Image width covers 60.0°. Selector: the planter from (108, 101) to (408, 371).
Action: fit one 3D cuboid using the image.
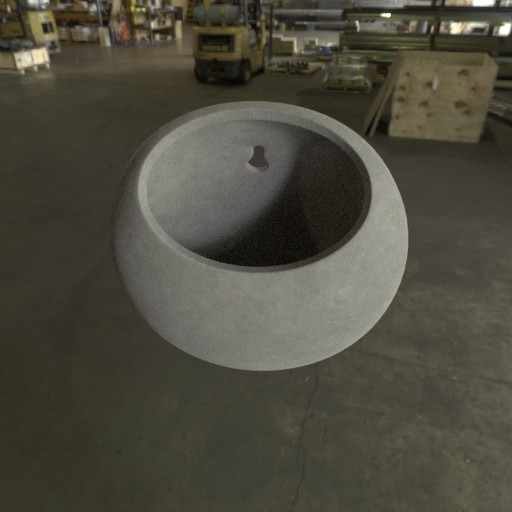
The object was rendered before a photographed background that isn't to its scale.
[{"bbox_3d":[0.000,0.000,0.278,0.185,0.188,0.071,2,32,3],"label":"planter"}]
